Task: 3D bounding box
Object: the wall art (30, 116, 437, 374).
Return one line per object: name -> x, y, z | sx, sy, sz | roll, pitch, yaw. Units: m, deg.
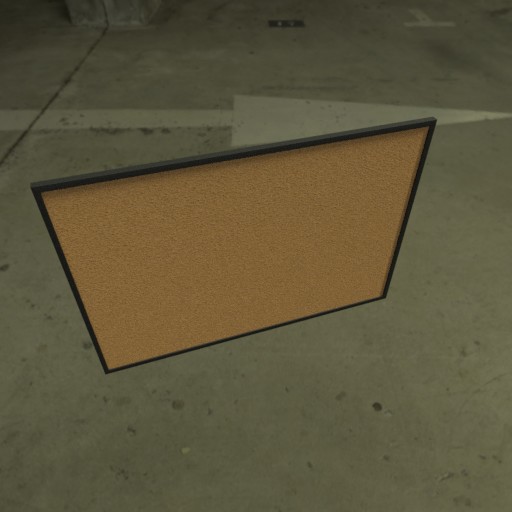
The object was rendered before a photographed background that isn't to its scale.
wall art -> 0.000, 0.000, 0.851 | 0.664, 0.458, 0.013 | -13, 43, -14
